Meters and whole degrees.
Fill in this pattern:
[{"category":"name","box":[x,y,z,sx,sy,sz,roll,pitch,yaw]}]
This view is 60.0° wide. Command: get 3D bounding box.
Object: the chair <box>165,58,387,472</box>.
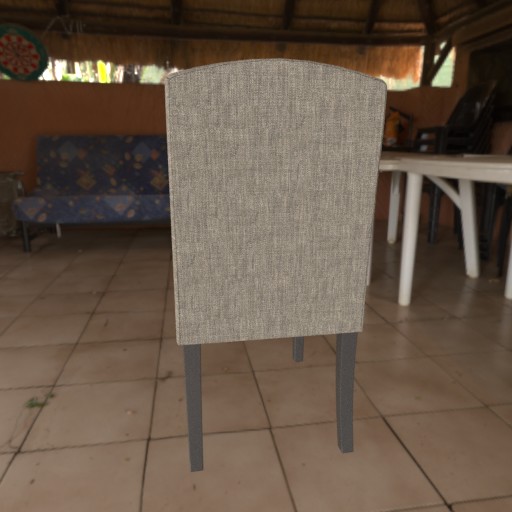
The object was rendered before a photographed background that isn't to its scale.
[{"category":"chair","box":[0.000,0.000,1.224,0.451,0.917,0.580,-2,14,-10]}]
